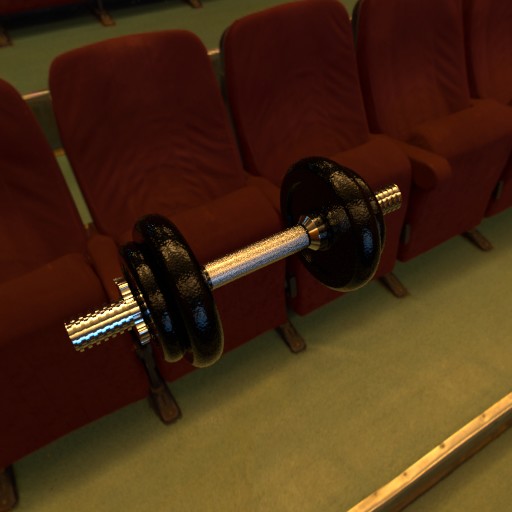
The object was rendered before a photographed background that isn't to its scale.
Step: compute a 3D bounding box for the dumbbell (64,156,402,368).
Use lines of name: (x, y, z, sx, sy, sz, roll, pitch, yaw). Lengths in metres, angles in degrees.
dumbbell: (0.000, 0.000, 0.596, 0.497, 0.202, 0.202, -24, 51, -21)
